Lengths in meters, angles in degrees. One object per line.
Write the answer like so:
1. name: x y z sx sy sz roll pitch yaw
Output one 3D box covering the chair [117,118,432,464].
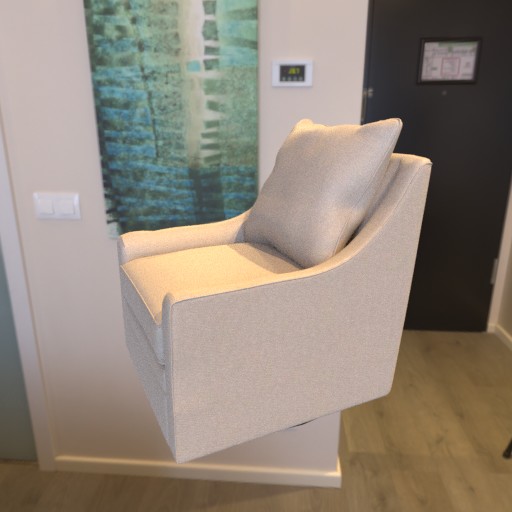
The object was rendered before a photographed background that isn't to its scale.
1. chair: 0.000 0.000 1.587 0.876 0.942 0.760 -8 19 -25
